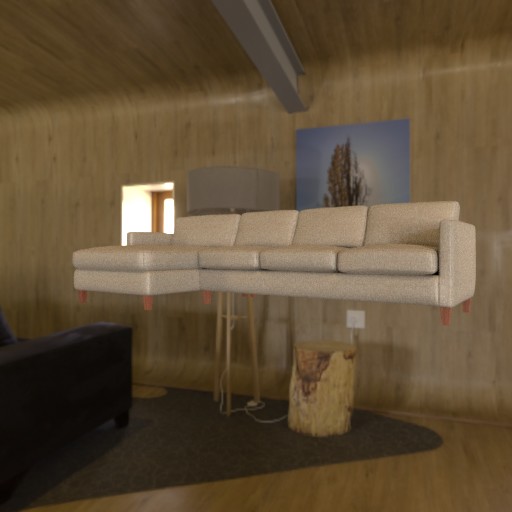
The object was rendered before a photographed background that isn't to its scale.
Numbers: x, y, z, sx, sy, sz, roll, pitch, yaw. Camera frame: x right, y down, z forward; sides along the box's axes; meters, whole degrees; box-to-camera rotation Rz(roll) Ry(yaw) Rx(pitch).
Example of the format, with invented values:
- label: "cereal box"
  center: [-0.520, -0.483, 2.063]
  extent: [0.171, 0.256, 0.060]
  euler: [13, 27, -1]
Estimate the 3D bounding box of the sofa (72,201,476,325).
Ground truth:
- label: "sofa"
  center: [0.000, 0.000, 3.787]
  extent: [3.201, 0.876, 1.502]
  euler: [0, 1, 35]
